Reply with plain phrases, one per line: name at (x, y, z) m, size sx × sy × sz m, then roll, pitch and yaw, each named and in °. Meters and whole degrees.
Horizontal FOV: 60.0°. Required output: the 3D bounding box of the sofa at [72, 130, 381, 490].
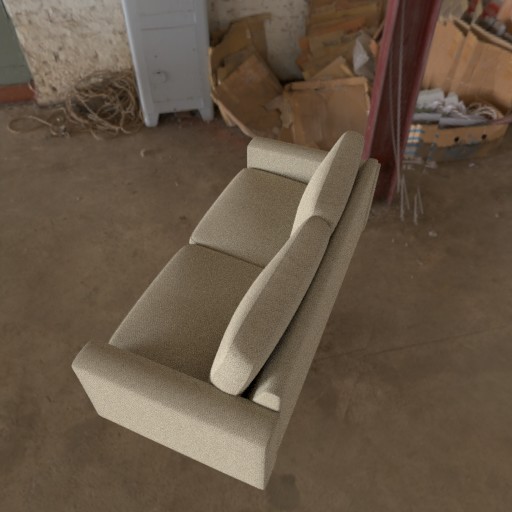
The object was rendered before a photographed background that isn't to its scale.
sofa at (0.000, 0.000, 2.685) m, size 1.016 × 0.873 × 2.179 m, roll 17°, pitch 48°, yaw 16°
